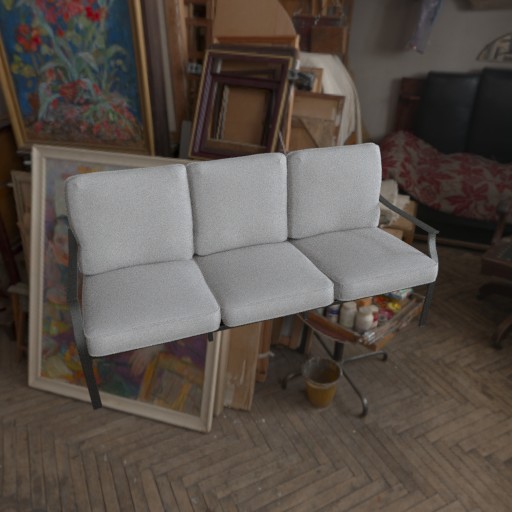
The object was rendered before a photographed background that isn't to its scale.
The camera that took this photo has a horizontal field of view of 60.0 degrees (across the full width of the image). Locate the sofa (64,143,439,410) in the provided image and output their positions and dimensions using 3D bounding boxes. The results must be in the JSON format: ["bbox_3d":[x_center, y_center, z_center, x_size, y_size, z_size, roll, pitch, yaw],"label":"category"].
[{"bbox_3d":[0.000,0.000,2.240,1.740,0.860,0.787,-10,32,-17],"label":"sofa"}]
